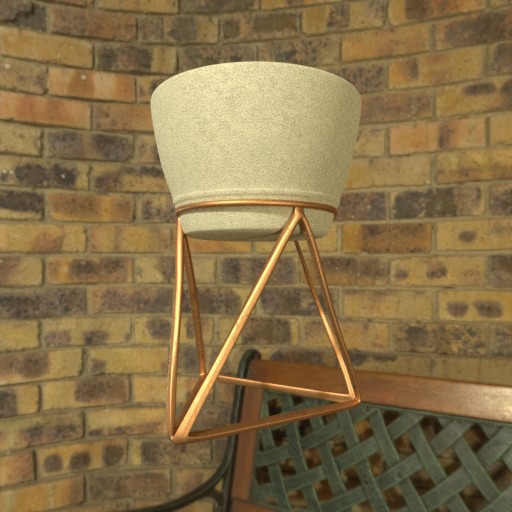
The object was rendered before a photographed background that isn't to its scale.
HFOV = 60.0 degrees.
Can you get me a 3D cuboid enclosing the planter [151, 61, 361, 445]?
[{"bbox_3d":[0.000,0.000,0.749,0.350,0.504,0.350,0,-2,0],"label":"planter"}]
